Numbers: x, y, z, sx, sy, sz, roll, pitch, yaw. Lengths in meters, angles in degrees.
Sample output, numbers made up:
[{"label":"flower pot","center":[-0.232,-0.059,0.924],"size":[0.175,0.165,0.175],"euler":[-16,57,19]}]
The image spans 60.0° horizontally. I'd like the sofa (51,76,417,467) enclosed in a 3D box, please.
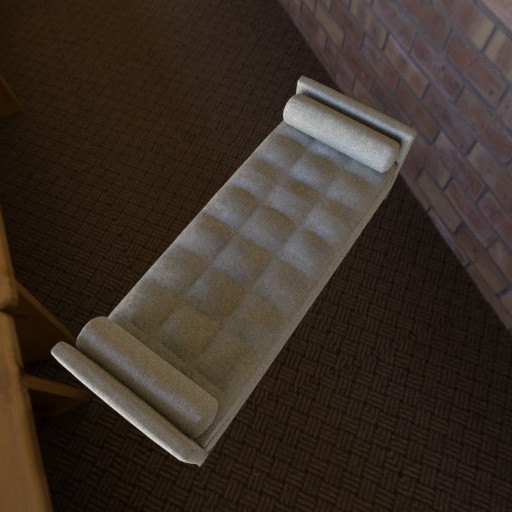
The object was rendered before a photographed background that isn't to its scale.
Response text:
[{"label":"sofa","center":[0.000,0.000,2.507],"size":[0.797,0.657,2.102],"euler":[32,68,15]}]
